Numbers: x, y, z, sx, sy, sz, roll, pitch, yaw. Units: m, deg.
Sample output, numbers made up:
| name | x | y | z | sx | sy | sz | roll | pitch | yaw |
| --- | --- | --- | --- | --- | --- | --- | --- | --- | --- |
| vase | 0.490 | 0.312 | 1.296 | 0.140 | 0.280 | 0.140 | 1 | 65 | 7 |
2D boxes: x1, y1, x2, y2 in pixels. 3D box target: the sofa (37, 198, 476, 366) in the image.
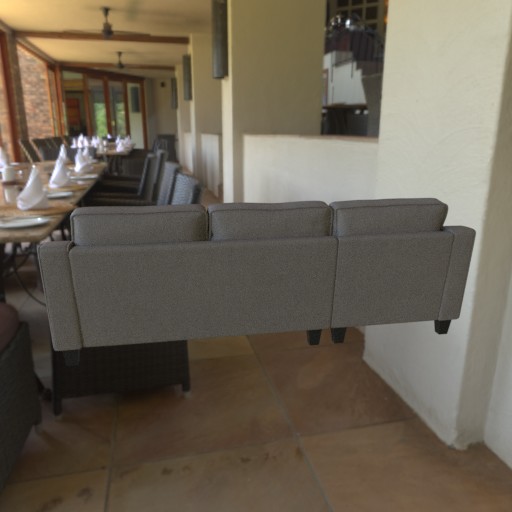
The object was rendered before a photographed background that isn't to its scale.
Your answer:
| name | x | y | z | sx | sy | sz | roll | pitch | yaw |
| --- | --- | --- | --- | --- | --- | --- | --- | --- | --- |
| sofa | 0.000 | 0.000 | 3.212 | 2.561 | 0.928 | 1.294 | -3 | 16 | -10 |
